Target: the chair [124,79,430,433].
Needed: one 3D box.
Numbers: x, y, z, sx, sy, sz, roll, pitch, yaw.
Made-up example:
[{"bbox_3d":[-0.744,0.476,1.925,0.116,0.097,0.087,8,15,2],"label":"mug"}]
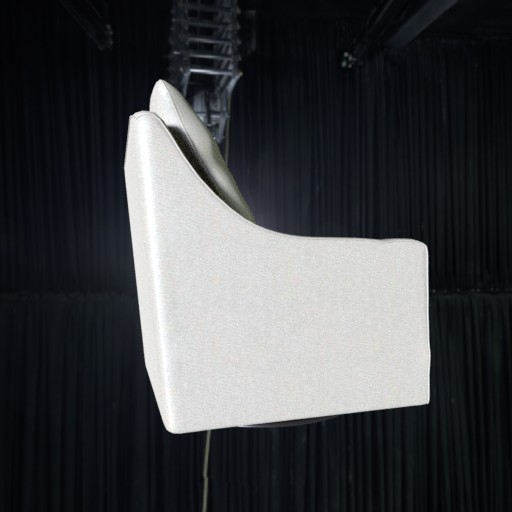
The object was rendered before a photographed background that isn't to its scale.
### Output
[{"bbox_3d":[0.000,0.000,1.555,0.876,0.942,0.760,0,-1,-18],"label":"chair"}]
